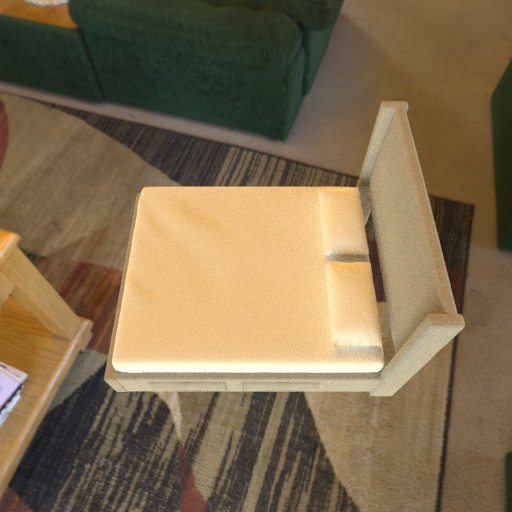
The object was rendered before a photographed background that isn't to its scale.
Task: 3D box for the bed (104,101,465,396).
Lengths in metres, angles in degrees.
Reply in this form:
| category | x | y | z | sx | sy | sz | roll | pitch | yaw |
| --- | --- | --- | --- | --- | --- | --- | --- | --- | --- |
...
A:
| category | x | y | z | sx | sy | sz | roll | pitch | yaw |
| --- | --- | --- | --- | --- | --- | --- | --- | --- | --- |
| bed | 0.000 | 0.000 | 3.425 | 2.222 | 1.491 | 1.774 | 0 | 59 | 0 |
